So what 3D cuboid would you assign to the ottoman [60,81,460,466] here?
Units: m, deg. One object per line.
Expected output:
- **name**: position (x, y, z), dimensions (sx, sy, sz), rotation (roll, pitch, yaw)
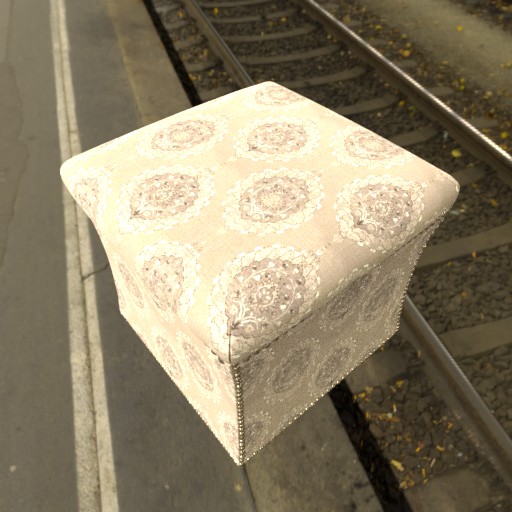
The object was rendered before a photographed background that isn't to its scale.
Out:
- **ottoman**: position (0.000, 0.000, 0.885), dimensions (0.507, 0.473, 0.497), rotation (-31, 54, -26)
